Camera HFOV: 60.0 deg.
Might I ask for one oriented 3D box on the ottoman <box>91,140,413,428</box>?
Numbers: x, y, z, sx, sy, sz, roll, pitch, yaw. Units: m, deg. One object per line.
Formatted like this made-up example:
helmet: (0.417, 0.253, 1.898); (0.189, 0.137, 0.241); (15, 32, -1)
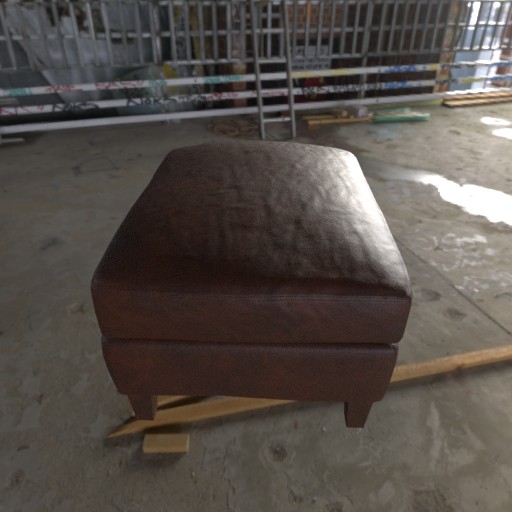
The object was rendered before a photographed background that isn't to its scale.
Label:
ottoman: (0.000, 0.000, 1.296); (0.659, 0.527, 0.887); (1, 32, 2)
